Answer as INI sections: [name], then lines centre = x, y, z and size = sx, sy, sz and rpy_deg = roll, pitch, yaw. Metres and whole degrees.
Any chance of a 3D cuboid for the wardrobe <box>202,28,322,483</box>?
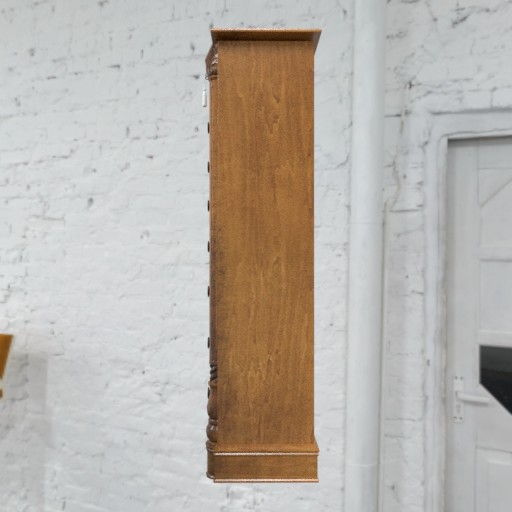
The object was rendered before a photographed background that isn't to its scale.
[wardrobe]
centre = 0.000, 0.000, 1.129
size = 0.273, 0.959, 0.406
rpy_deg = 0, 0, 0
